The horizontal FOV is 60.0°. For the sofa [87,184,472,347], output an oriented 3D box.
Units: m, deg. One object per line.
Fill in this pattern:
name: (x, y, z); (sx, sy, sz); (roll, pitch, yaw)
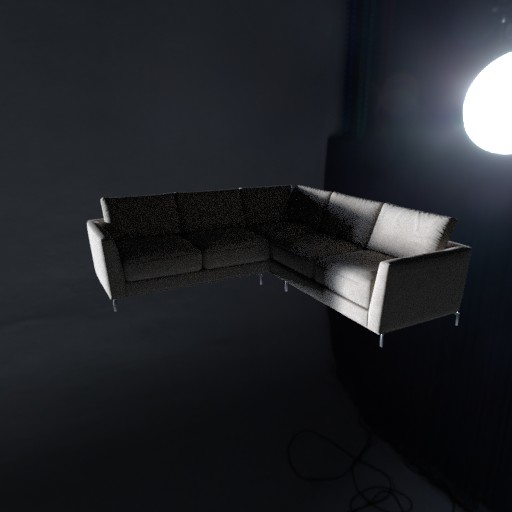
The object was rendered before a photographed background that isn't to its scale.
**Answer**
sofa: (0.000, 0.000, 3.819); (2.438, 0.864, 2.438); (-9, 19, -27)
